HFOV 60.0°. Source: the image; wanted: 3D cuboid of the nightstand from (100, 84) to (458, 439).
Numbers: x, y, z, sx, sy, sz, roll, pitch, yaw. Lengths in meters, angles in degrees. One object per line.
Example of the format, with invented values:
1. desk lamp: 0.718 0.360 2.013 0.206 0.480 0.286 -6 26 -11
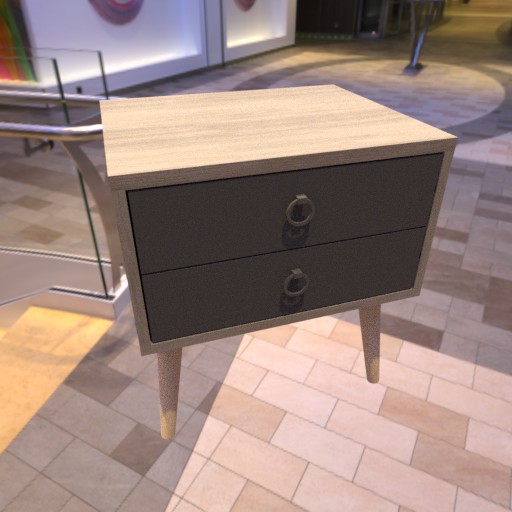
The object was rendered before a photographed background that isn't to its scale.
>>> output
1. nightstand: 0.000 0.000 0.810 0.450 0.500 0.380 -10 33 -15
